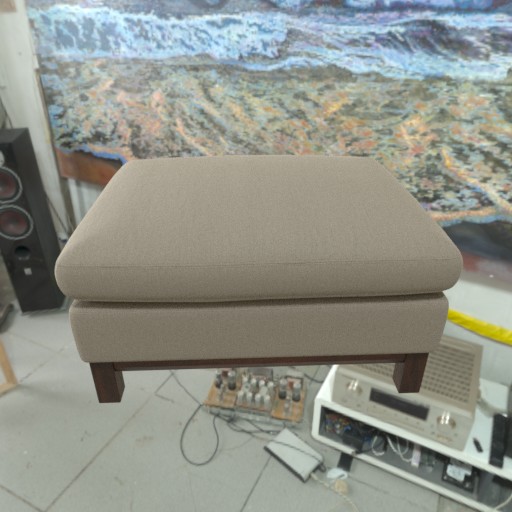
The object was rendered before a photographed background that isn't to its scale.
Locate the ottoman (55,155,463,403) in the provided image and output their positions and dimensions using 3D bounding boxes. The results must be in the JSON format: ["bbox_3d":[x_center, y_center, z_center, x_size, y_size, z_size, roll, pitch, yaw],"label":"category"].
[{"bbox_3d":[0.000,0.000,1.120,0.771,0.420,0.606,-1,30,-2],"label":"ottoman"}]
